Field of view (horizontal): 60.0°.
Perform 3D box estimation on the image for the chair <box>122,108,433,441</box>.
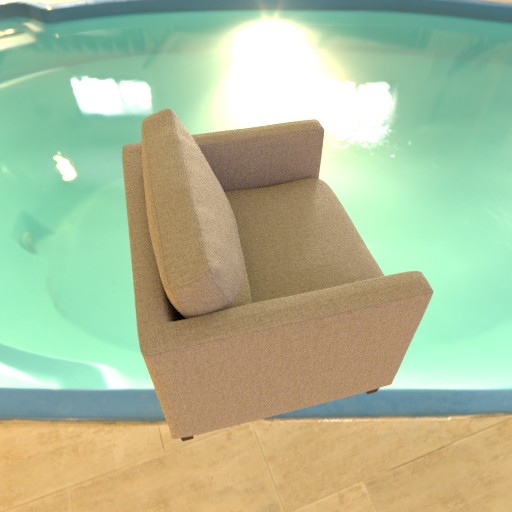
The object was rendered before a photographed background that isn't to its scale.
[{"bbox_3d":[0.000,0.000,1.860,0.959,0.961,1.107,-11,48,-10],"label":"chair"}]
